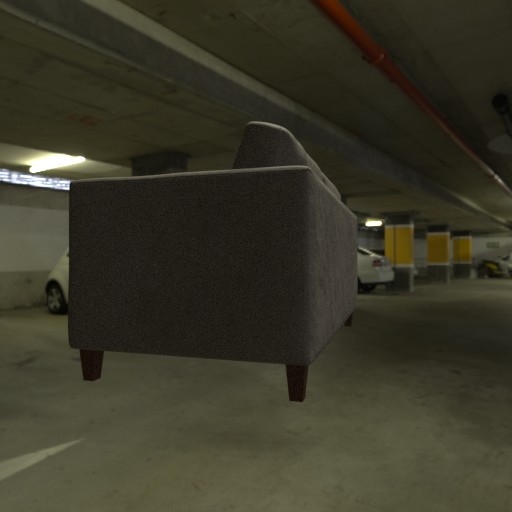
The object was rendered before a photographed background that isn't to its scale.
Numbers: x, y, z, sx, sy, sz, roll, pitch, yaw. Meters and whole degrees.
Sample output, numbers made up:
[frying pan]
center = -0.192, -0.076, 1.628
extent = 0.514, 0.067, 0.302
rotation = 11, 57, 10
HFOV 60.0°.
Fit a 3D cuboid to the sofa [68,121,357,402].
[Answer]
[sofa]
center = 0.000, 0.000, 2.407
extent = 0.950, 0.963, 1.884
rotation = 0, 0, 17
